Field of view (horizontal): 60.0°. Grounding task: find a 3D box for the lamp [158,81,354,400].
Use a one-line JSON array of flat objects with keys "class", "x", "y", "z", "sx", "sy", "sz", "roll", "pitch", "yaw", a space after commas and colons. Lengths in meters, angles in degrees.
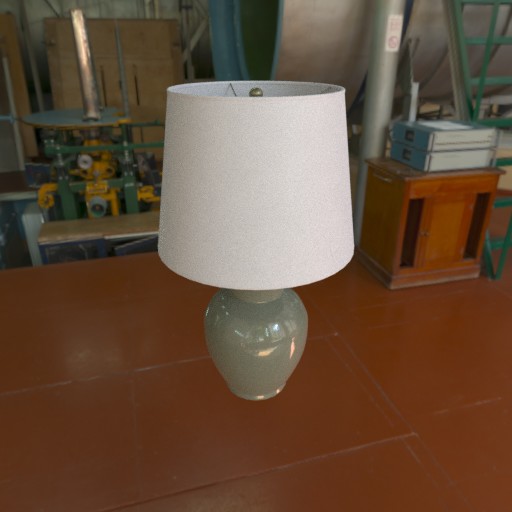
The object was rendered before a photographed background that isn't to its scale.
[{"class": "lamp", "x": 0.000, "y": 0.000, "z": 0.560, "sx": 0.239, "sy": 0.399, "sz": 0.239, "roll": 0, "pitch": 26, "yaw": 0}]
